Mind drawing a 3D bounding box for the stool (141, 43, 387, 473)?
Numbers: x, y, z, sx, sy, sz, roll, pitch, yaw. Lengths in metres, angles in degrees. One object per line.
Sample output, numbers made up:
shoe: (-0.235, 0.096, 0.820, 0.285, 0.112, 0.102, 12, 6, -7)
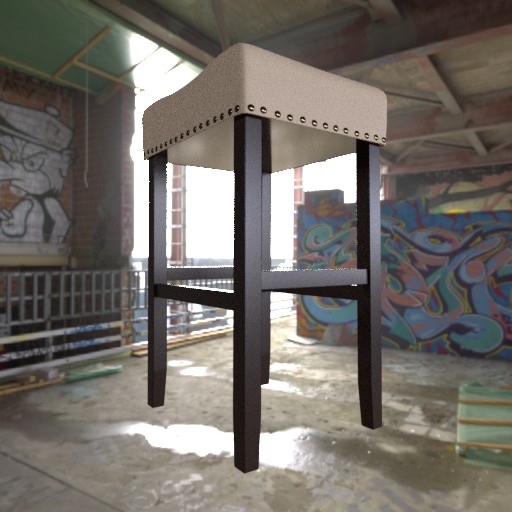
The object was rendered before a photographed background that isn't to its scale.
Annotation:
stool: (0.000, 0.000, 1.063, 0.401, 0.762, 0.471, 0, 0, -36)
